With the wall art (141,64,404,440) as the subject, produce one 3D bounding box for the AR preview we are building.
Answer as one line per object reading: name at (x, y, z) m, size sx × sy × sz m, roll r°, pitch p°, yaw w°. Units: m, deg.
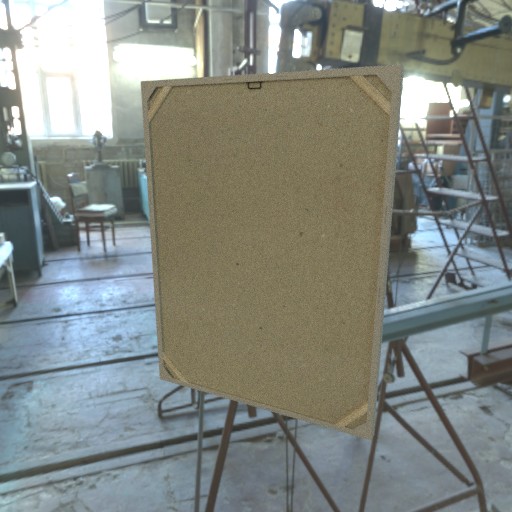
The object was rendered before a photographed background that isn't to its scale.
wall art at (0.000, 0.000, 1.589) m, size 0.914 × 1.212 × 0.038 m, roll 7°, pitch 17°, yaw 25°
